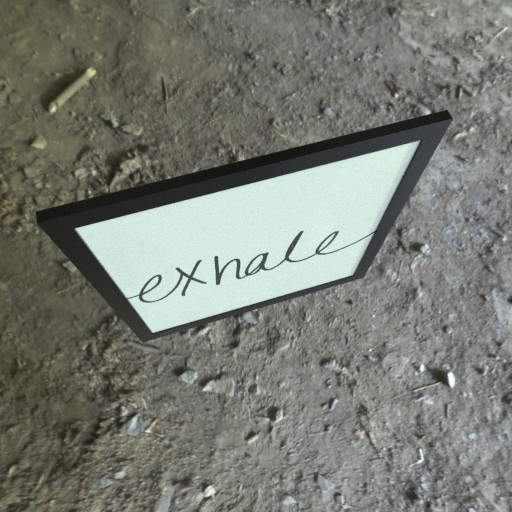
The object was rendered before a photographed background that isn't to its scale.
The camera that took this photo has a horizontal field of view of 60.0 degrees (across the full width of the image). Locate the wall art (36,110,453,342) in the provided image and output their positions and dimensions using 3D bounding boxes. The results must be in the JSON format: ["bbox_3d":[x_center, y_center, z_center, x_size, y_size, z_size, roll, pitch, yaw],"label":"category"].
[{"bbox_3d":[0.000,0.000,0.657,0.446,0.445,0.014,-16,65,-7],"label":"wall art"}]
